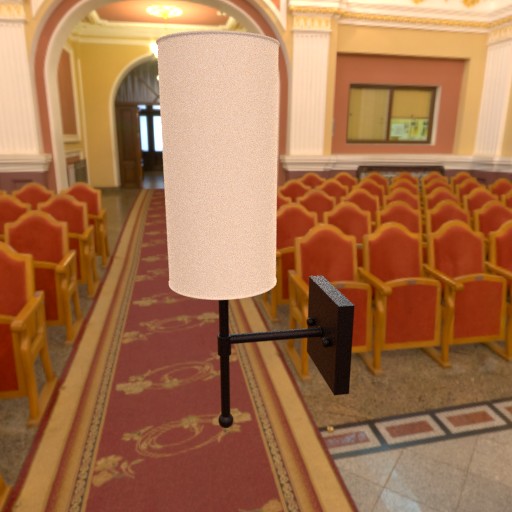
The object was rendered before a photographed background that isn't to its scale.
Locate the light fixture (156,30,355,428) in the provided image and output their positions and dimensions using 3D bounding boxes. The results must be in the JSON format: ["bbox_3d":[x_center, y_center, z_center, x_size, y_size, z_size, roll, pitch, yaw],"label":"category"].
[{"bbox_3d":[0.000,0.000,0.530,0.208,0.462,0.128,-3,15,-10],"label":"light fixture"}]
